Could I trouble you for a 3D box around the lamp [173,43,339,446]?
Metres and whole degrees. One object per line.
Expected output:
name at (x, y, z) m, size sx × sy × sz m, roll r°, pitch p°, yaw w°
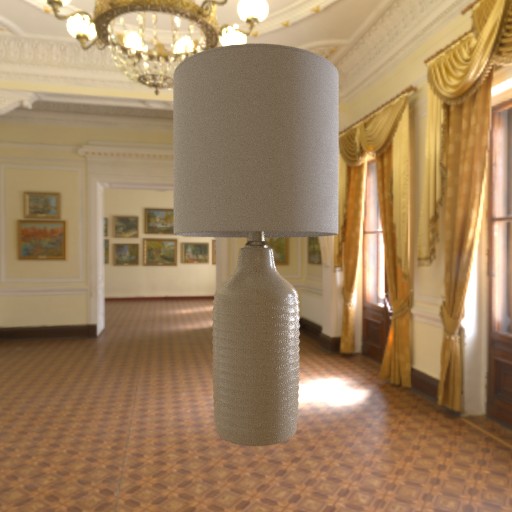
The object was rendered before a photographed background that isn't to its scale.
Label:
lamp at (0.000, 0.000, 0.604) m, size 0.220 × 0.475 × 0.220 m, roll 0°, pitch 1°, yaw 1°
